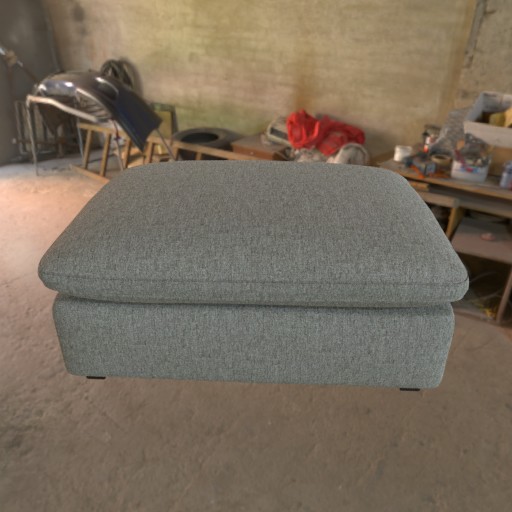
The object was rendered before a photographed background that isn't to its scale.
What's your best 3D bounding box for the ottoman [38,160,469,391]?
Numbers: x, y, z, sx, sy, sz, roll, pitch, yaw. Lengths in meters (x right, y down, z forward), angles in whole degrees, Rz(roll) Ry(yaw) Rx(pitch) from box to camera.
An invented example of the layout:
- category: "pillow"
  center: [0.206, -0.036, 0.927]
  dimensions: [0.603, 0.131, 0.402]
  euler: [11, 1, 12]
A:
- category: "ottoman"
  center: [0.000, 0.000, 1.306]
  dimensions: [0.977, 0.451, 0.694]
  euler: [1, 31, 2]
